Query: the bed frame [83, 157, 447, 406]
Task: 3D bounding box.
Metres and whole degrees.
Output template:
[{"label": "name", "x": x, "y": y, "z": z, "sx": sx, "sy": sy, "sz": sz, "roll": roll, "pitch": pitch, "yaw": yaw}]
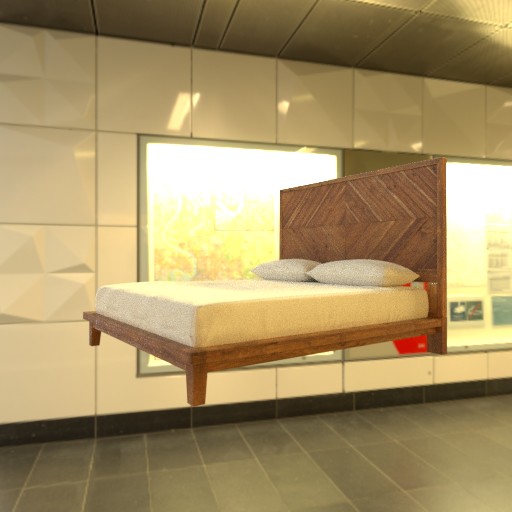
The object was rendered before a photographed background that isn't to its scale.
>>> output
[{"label": "bed frame", "x": 0.000, "y": 0.000, "z": 3.665, "sx": 2.235, "sy": 1.537, "sz": 2.038, "roll": 0, "pitch": 0, "yaw": -35}]
